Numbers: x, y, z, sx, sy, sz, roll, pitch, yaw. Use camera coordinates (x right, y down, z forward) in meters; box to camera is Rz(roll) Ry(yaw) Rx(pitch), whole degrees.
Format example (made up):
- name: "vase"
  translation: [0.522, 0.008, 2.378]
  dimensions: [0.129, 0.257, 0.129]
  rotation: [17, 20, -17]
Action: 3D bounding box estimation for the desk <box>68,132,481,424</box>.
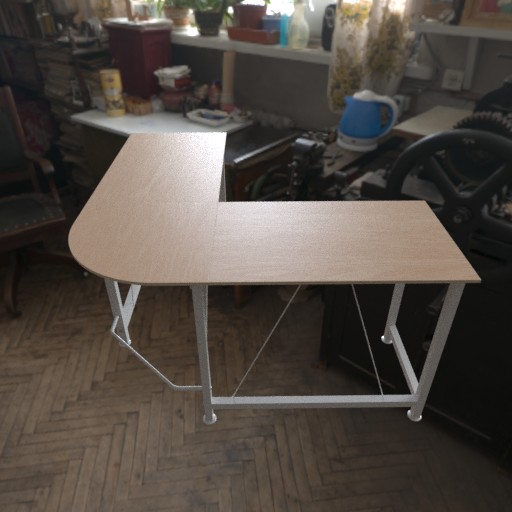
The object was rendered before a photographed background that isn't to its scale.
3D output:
- name: "desk"
  translation: [0.000, 0.000, 2.181]
  dimensions: [1.400, 0.762, 1.400]
  rotation: [0, 34, -1]
